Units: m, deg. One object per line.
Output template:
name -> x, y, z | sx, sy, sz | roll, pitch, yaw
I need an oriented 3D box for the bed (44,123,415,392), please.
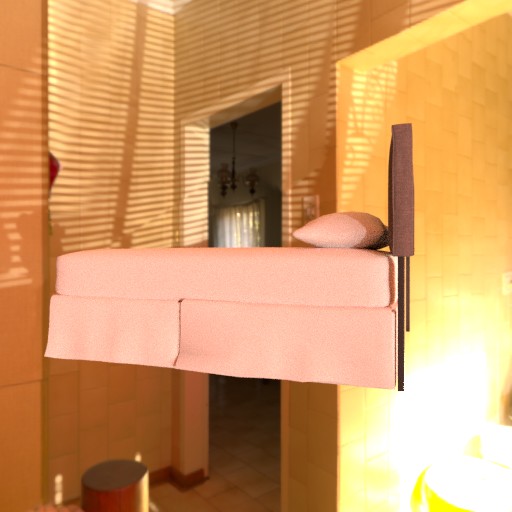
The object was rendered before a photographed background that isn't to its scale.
bed -> 0.000, 0.000, 2.811 | 1.894, 1.089, 1.610 | 0, 0, 20
